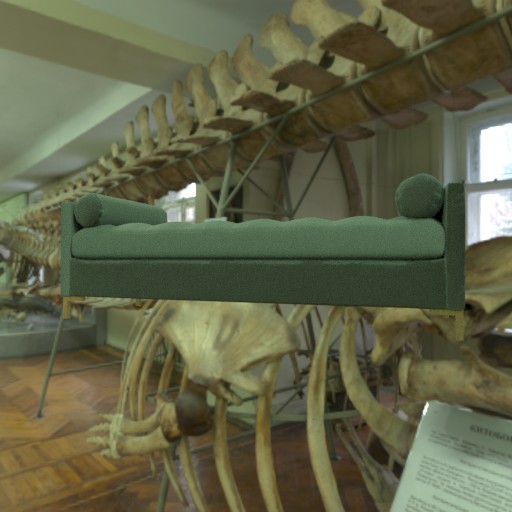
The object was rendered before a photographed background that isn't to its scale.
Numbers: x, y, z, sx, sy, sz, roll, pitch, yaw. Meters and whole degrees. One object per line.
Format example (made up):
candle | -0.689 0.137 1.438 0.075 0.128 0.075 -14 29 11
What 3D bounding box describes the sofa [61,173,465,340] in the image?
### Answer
sofa | 0.000 0.000 2.513 2.102 0.705 0.796 0 0 19
